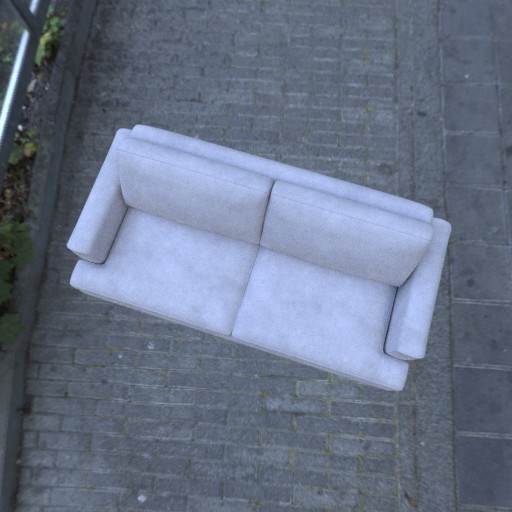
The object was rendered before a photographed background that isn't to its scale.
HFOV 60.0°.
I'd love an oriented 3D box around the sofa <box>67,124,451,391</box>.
[{"bbox_3d":[0.000,0.000,2.570,2.013,0.830,0.980,17,76,4],"label":"sofa"}]
